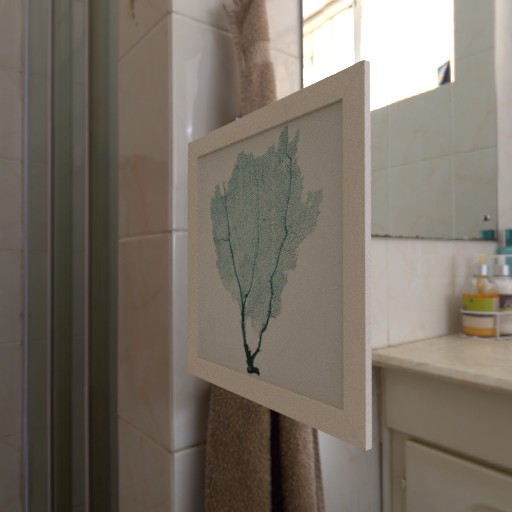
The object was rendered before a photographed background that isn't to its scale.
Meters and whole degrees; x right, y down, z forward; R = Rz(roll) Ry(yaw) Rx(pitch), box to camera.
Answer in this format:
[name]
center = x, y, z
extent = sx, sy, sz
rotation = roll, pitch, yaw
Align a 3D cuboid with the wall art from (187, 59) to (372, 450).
[wall art]
center = 0.000, 0.000, 0.888
extent = 0.015, 0.577, 0.572
rotation = 1, -1, -36
